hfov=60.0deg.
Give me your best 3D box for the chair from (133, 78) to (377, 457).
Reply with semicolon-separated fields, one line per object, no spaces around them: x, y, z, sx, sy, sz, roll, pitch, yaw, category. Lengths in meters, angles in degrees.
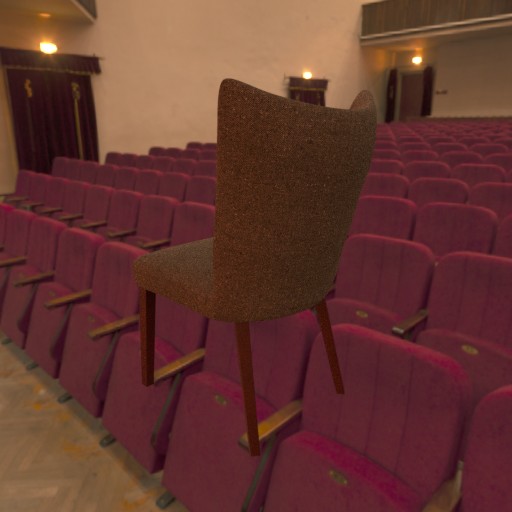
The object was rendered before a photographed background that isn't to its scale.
0.000;0.000;1.303;0.535;0.924;0.623;-16;23;-43;chair
